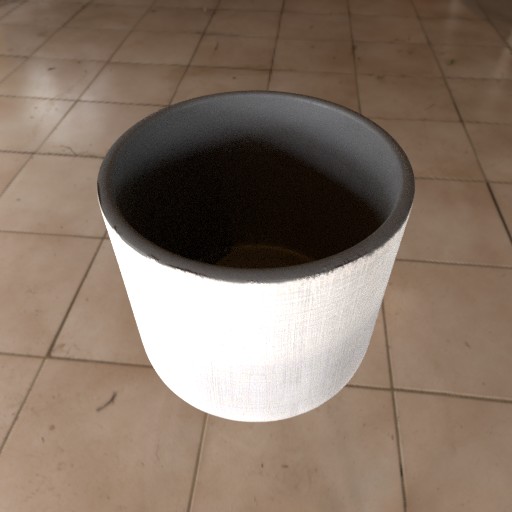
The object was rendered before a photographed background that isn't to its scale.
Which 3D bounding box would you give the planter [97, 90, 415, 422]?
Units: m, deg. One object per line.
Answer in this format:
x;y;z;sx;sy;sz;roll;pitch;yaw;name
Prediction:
0.000;0.000;0.435;0.254;0.221;0.254;0;47;0;planter
